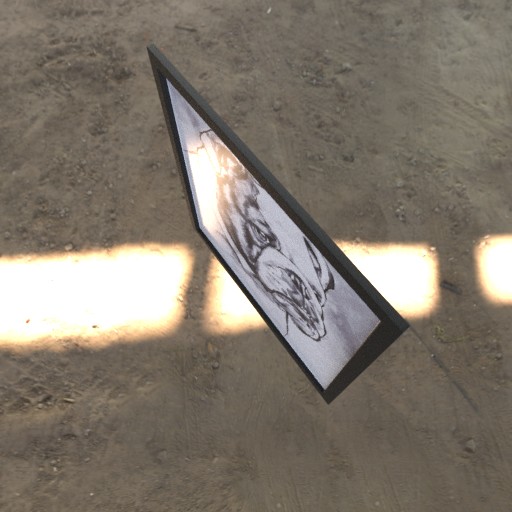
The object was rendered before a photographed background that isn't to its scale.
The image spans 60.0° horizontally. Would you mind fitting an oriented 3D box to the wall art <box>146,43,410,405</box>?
[{"bbox_3d":[0.000,0.000,0.985,0.016,0.659,0.663,-33,68,-15],"label":"wall art"}]
